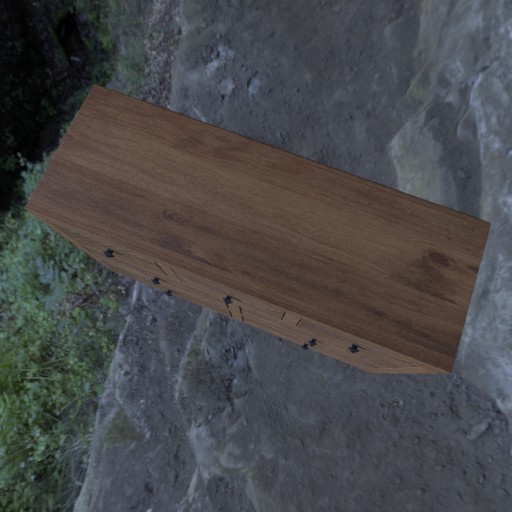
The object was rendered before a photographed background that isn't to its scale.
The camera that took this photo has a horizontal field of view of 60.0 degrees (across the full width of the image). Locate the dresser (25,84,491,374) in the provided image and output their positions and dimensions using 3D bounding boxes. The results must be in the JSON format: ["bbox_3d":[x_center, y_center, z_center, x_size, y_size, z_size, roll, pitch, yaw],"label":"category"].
[{"bbox_3d":[0.000,0.000,1.660,1.261,0.825,0.479,21,76,5],"label":"dresser"}]
